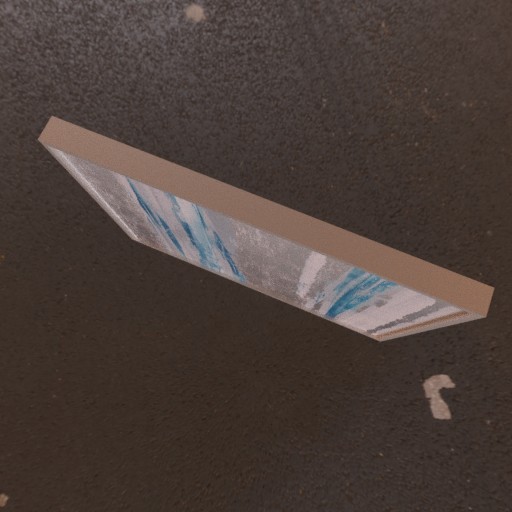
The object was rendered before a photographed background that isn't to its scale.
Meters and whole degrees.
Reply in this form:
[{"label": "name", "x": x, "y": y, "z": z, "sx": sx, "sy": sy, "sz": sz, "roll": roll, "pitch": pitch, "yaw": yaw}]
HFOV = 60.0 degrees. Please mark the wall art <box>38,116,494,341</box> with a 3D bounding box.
[{"label": "wall art", "x": 0.000, "y": 0.000, "z": 1.361, "sx": 1.056, "sy": 0.801, "sz": 0.066, "roll": 22, "pitch": 77, "yaw": 6}]
